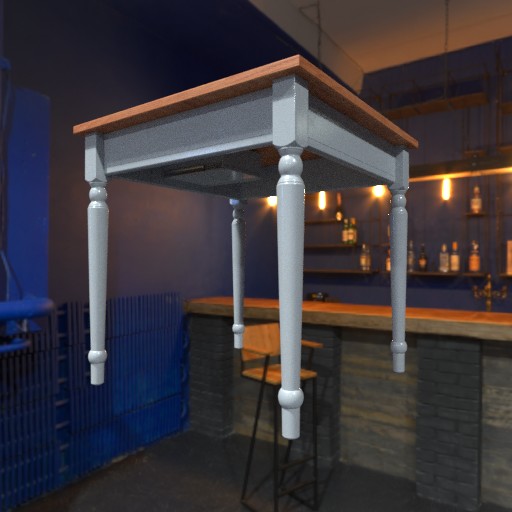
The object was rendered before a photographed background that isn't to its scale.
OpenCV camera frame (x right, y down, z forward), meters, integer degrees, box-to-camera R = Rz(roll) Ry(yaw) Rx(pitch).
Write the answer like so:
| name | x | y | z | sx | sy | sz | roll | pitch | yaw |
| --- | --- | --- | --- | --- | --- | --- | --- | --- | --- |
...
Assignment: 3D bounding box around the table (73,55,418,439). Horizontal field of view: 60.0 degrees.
| name | x | y | z | sx | sy | sz | roll | pitch | yaw |
| --- | --- | --- | --- | --- | --- | --- | --- | --- | --- |
| table | 0.000 | 0.000 | 1.342 | 0.747 | 0.738 | 0.747 | -1 | -1 | 36 |
